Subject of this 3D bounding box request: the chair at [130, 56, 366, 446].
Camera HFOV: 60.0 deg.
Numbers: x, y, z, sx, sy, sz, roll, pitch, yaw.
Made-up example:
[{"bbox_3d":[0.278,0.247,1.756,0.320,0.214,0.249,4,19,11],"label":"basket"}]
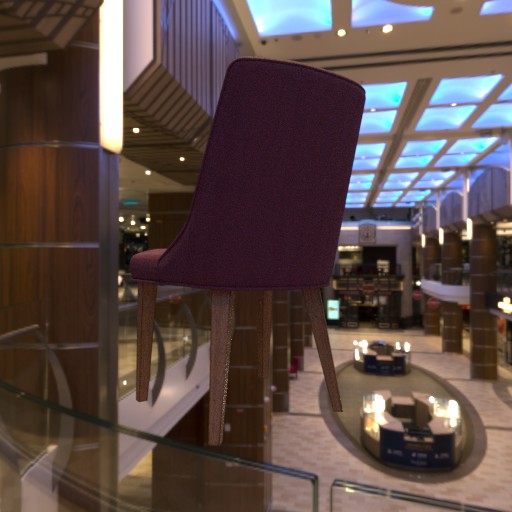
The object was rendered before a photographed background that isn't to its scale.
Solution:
[{"bbox_3d":[0.000,0.000,1.307,0.548,0.916,0.638,0,-1,-35],"label":"chair"}]
